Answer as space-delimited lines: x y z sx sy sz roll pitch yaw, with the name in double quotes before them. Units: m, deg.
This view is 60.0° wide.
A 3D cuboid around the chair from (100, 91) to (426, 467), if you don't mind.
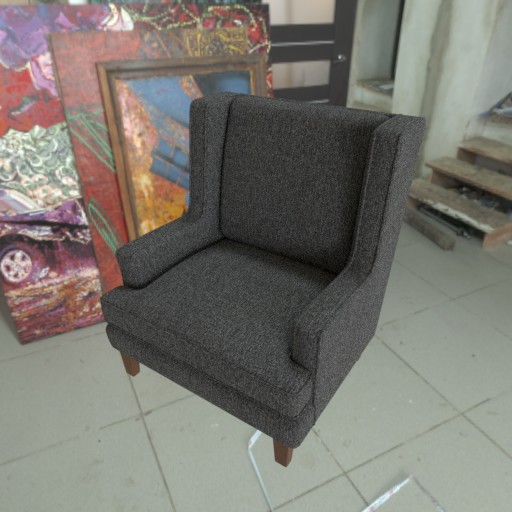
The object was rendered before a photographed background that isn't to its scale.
"chair" 0.000 0.000 1.821 0.942 1.082 0.927 19 35 29
